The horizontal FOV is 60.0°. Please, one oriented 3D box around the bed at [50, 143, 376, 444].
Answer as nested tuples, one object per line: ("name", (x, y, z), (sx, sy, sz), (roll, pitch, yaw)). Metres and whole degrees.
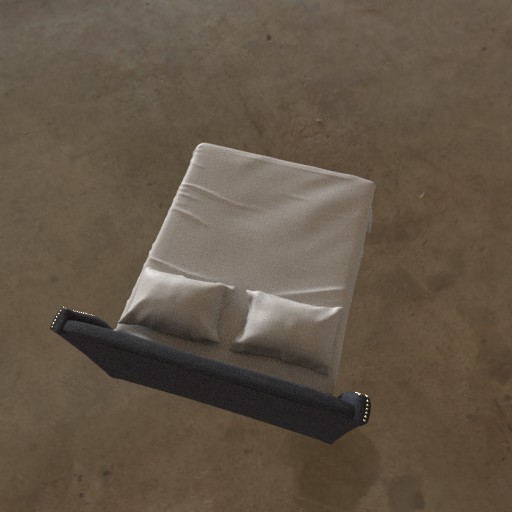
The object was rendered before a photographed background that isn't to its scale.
("bed", (0.000, 0.000, 3.555), (1.925, 1.332, 2.276), (15, 64, 7))
